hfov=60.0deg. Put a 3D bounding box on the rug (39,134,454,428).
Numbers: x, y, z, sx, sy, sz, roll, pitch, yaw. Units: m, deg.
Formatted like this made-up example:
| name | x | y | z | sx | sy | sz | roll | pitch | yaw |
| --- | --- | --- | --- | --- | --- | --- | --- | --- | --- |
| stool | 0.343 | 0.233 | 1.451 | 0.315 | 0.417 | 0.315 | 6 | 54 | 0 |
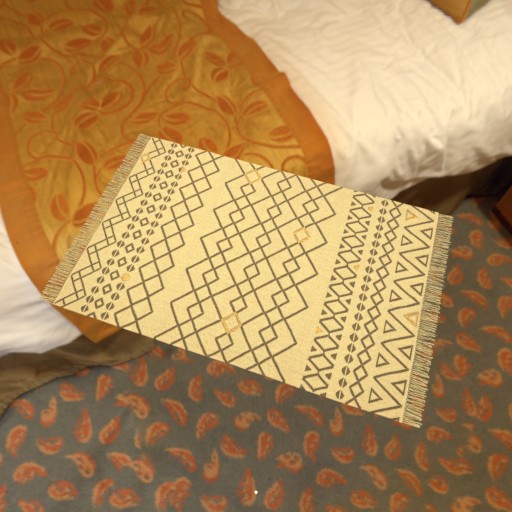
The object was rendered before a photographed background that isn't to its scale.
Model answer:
| name | x | y | z | sx | sy | sz | roll | pitch | yaw |
| --- | --- | --- | --- | --- | --- | --- | --- | --- | --- |
| rug | 0.000 | 0.000 | 2.992 | 2.472 | 0.035 | 1.495 | 17 | 63 | 9 |
